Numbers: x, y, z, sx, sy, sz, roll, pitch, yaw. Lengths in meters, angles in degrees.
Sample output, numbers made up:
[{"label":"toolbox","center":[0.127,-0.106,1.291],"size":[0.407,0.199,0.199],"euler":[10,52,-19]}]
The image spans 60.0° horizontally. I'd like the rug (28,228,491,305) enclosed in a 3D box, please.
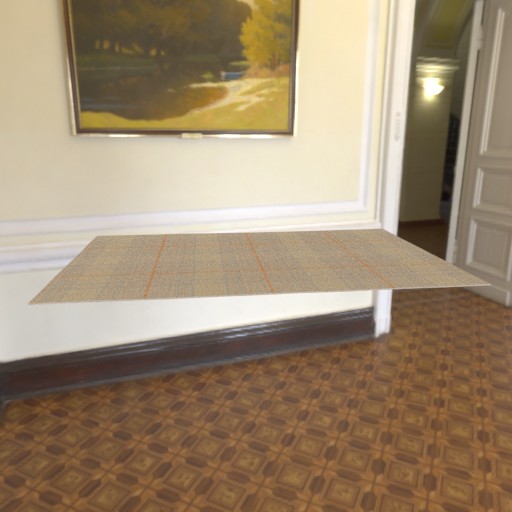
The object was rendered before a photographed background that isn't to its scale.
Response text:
[{"label":"rug","center":[0.000,0.000,3.044],"size":[2.442,0.016,1.527],"euler":[-2,15,-7]}]
